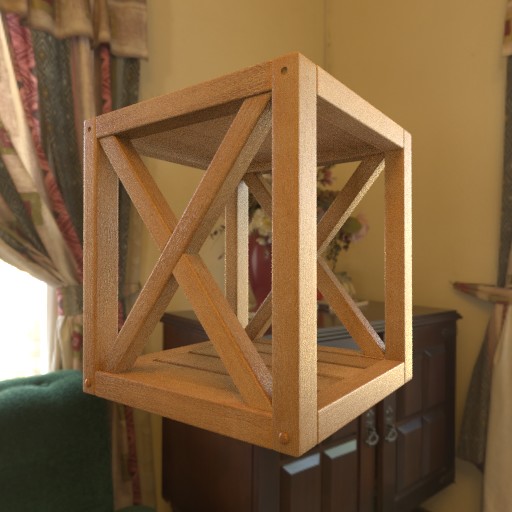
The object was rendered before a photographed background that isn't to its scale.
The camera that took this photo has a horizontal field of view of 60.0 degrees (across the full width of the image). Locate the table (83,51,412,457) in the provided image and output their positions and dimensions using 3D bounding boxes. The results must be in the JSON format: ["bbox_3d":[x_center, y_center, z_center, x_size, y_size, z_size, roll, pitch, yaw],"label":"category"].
[{"bbox_3d":[0.000,0.000,1.045,0.559,0.610,0.558,0,-1,36],"label":"table"}]
